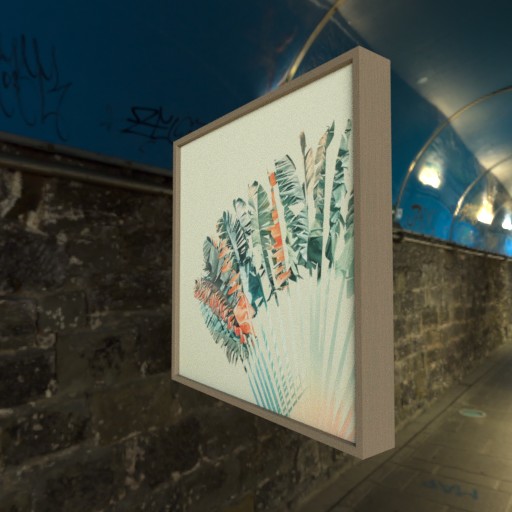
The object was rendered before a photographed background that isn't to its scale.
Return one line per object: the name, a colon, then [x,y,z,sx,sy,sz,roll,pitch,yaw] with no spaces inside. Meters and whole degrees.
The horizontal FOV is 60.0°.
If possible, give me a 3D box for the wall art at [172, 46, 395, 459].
wall art: [0.000,0.000,0.457,0.038,0.303,0.304,2,-3,-37]
